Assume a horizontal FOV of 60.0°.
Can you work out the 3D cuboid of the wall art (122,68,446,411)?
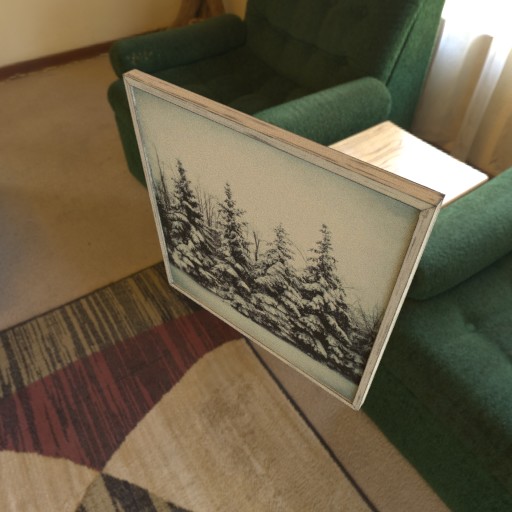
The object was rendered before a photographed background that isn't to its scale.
[{"bbox_3d":[0.000,0.000,1.153,0.761,0.761,0.037,30,53,25],"label":"wall art"}]
